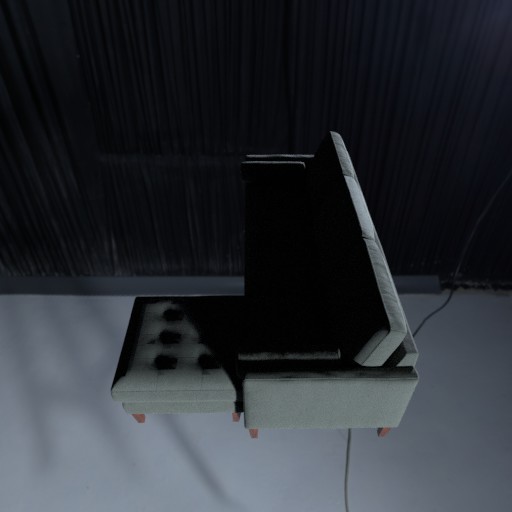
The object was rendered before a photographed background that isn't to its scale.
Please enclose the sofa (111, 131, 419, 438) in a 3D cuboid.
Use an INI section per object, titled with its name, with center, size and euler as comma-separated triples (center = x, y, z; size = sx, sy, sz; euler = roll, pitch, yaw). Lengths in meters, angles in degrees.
[sofa]
center = 0.000, 0.000, 2.980
size = 1.506, 0.876, 2.178
euler = 0, 41, -1
